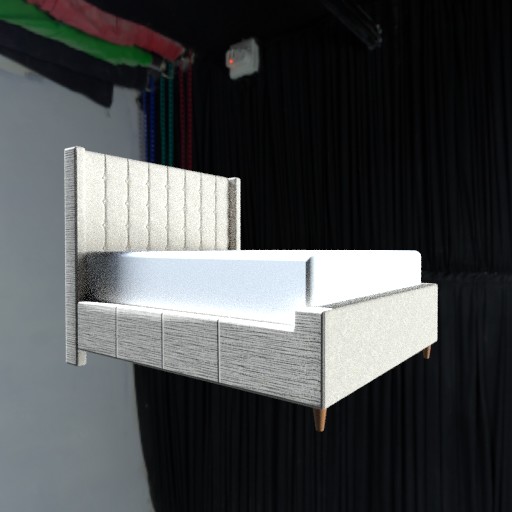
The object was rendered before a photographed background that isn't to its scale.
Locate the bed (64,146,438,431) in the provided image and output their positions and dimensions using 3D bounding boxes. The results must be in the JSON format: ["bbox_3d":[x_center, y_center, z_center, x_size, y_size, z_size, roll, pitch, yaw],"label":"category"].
[{"bbox_3d":[0.000,0.000,3.690,2.370,1.743,2.045,1,1,37],"label":"bed"}]
